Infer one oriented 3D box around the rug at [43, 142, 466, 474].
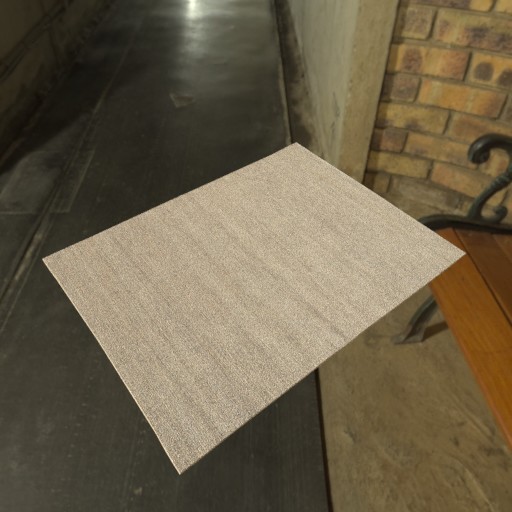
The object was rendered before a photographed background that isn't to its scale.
[{"bbox_3d":[0.000,0.000,4.740,3.626,0.051,2.757,-30,53,-25],"label":"rug"}]
